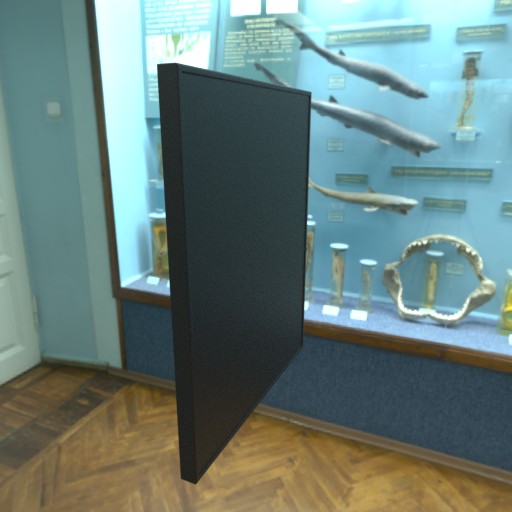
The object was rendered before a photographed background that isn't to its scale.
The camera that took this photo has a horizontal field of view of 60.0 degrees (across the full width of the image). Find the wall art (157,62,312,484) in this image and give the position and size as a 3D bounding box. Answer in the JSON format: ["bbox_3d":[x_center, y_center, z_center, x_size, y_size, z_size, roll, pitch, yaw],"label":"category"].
[{"bbox_3d":[0.000,0.000,0.750,0.028,0.551,0.451,8,18,24],"label":"wall art"}]
